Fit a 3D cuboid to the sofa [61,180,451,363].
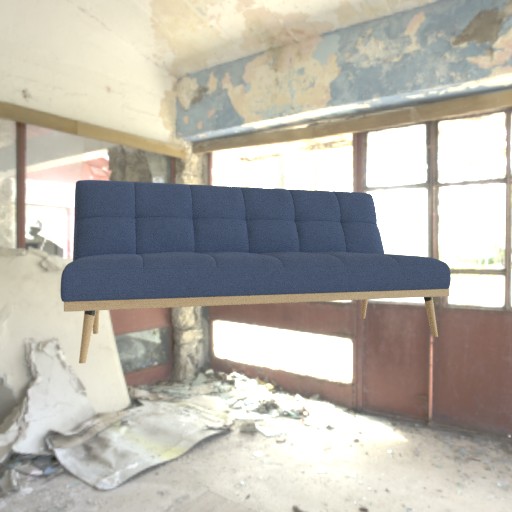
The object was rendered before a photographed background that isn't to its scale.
[{"bbox_3d":[0.000,0.000,2.291,1.800,0.800,0.796,0,1,-18],"label":"sofa"}]
